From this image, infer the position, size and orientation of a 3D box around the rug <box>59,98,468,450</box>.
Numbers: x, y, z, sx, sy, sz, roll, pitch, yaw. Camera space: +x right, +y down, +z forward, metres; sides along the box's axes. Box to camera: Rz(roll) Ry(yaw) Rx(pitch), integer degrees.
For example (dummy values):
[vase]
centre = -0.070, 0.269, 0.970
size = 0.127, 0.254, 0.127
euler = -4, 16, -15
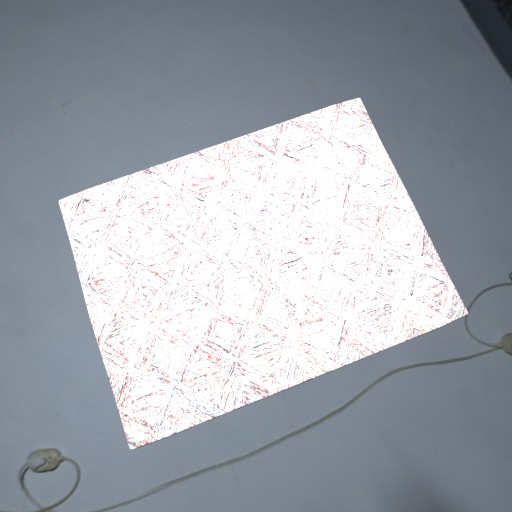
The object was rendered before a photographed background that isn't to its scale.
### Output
[rug]
centre = 0.000, 0.000, 4.167
size = 3.226, 0.024, 2.436
euler = -20, 76, -5
